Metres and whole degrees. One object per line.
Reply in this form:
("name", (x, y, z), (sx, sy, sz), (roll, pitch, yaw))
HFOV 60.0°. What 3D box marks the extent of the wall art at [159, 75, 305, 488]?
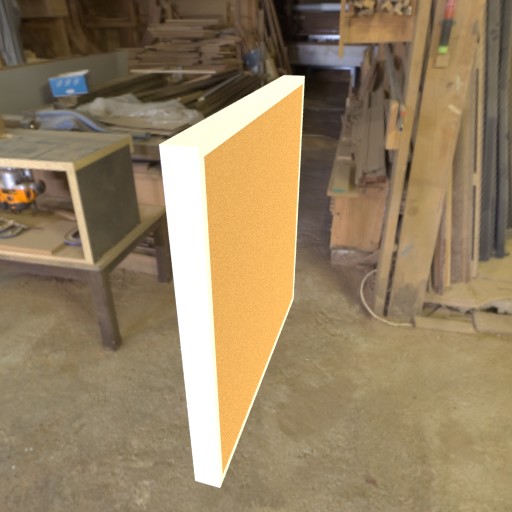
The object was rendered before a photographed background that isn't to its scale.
("wall art", (0.000, 0.000, 0.751), (0.040, 0.509, 0.509), (8, 30, 14))
